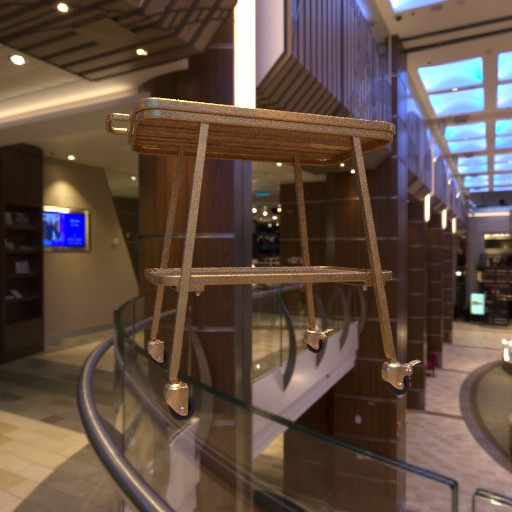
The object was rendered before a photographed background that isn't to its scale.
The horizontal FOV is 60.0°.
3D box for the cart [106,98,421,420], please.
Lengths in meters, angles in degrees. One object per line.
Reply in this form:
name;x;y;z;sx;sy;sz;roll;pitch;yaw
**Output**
cart;0.000;0.000;1.261;0.806;0.700;0.524;0;1;-18
